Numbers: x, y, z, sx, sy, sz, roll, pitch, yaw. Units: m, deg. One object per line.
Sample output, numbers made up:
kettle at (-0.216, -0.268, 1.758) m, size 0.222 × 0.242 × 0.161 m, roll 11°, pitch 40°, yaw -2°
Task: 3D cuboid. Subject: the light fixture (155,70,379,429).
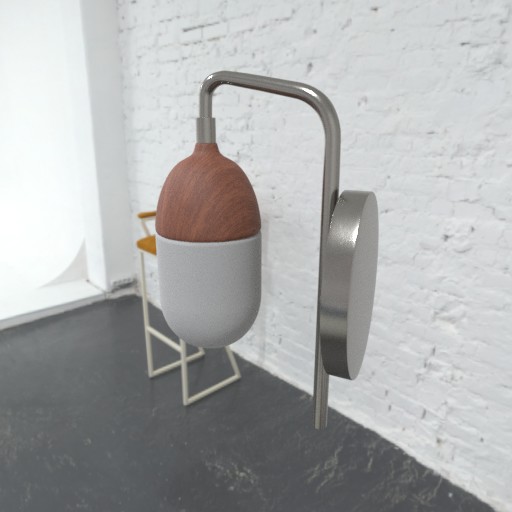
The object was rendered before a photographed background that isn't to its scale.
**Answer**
light fixture at (0.000, 0.000, 0.438) m, size 0.216 × 0.343 × 0.108 m, roll 8°, pitch 18°, yaw 25°
